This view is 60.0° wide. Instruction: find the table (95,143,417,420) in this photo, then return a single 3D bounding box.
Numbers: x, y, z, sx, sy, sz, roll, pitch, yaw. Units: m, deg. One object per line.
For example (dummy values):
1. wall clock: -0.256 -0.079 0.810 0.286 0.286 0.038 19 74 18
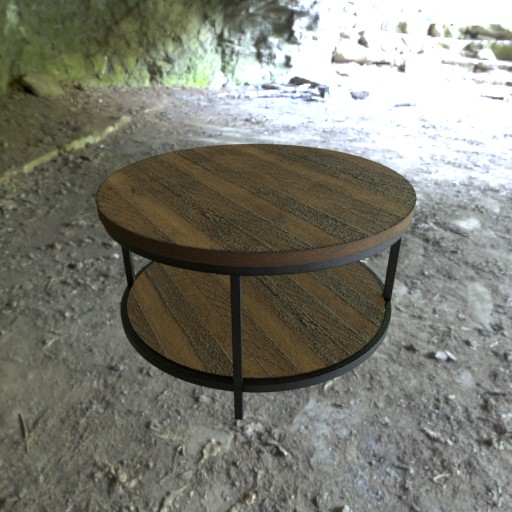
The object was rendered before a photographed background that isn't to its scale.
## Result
1. table: 0.000 0.000 1.321 0.837 0.462 0.837 0 28 0
